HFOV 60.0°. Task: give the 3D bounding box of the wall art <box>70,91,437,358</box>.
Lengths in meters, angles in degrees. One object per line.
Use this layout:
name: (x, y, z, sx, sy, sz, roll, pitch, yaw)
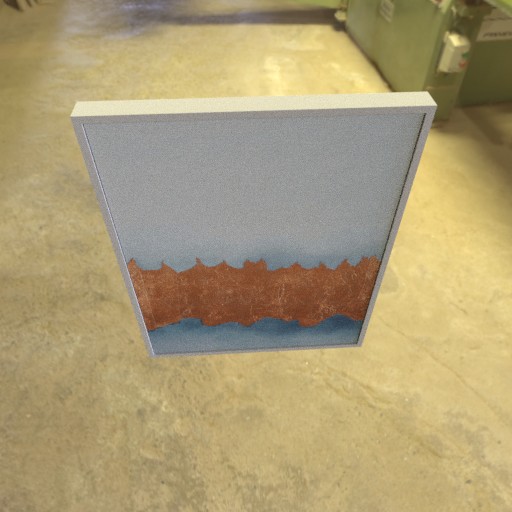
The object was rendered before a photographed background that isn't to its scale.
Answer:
wall art: (0.000, 0.000, 0.756, 0.451, 0.553, 0.039, -3, 46, -2)
